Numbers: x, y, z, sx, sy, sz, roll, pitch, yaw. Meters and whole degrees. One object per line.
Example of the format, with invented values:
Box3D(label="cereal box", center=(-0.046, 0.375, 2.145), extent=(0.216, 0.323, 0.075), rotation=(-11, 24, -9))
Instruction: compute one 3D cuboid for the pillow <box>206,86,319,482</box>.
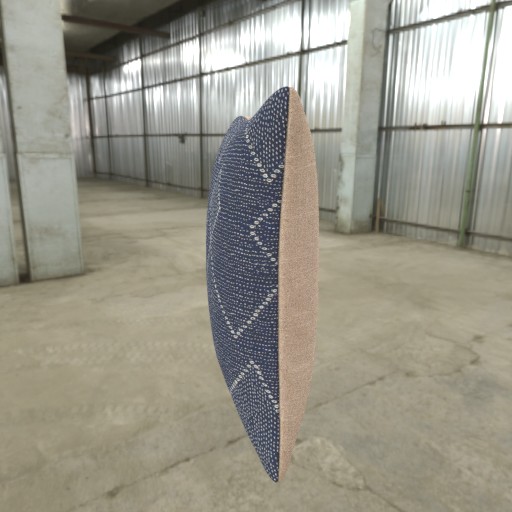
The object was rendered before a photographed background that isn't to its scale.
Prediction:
Box3D(label="pillow", center=(0.000, 0.000, 0.662), extent=(0.148, 0.428, 0.435), rotation=(-2, 14, -7))
